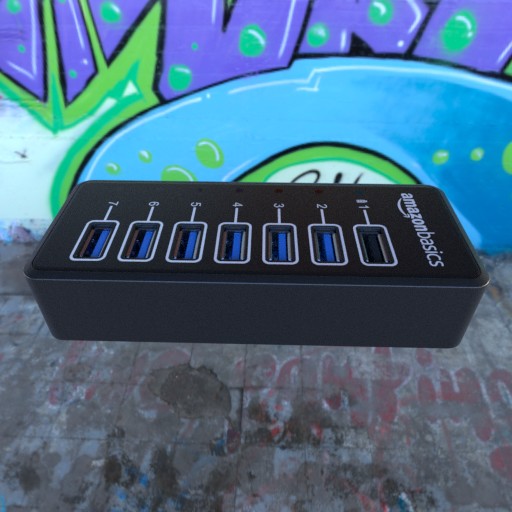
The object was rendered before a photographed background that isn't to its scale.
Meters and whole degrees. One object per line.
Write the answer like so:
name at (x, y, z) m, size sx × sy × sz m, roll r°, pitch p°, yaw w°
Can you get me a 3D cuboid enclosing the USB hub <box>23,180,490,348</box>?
USB hub at (0.000, 0.000, 0.125) m, size 0.110 × 0.023 × 0.044 m, roll 1°, pitch 41°, yaw 1°
